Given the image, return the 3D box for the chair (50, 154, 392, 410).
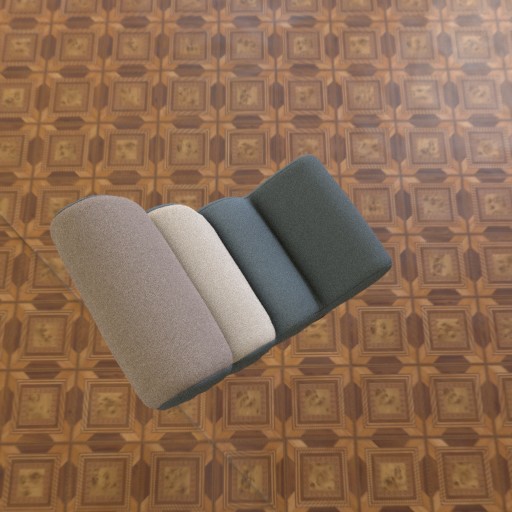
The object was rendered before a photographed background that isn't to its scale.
[{"bbox_3d":[0.000,0.000,1.073,0.661,0.641,0.420,-32,78,-8],"label":"chair"}]
